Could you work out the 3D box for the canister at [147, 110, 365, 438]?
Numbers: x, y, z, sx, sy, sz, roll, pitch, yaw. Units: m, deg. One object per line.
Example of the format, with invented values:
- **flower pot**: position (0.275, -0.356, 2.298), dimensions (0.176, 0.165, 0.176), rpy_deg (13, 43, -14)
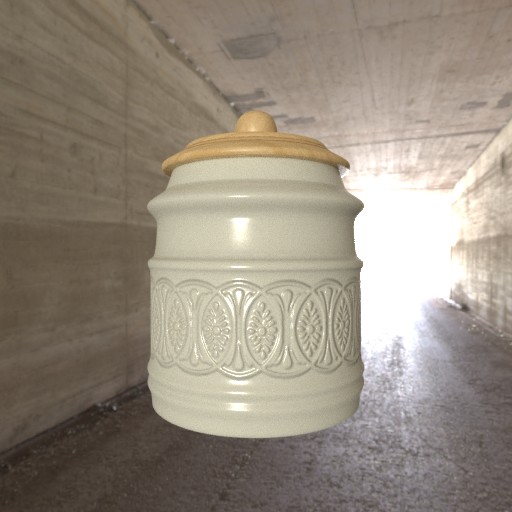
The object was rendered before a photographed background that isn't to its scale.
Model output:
- **canister**: position (0.000, 0.000, 0.272), dimensions (0.130, 0.176, 0.130), rpy_deg (0, 1, 0)
